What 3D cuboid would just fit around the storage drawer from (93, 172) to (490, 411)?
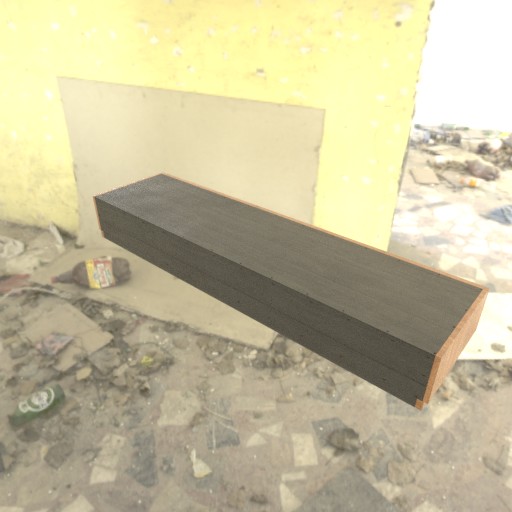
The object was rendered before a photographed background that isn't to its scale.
[{"bbox_3d":[0.000,0.000,2.241,2.032,0.264,0.538,24,38,34],"label":"storage drawer"}]
